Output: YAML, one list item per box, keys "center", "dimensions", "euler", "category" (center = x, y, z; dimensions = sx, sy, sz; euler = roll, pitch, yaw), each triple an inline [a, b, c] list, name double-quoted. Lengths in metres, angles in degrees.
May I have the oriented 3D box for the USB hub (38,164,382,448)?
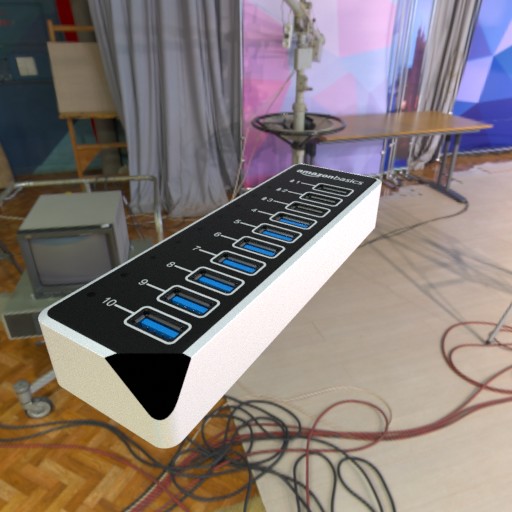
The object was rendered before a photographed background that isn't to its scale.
- center: [0.000, 0.000, 0.161]
  dimensions: [0.044, 0.023, 0.145]
  euler: [18, 35, 28]
  category: "USB hub"
